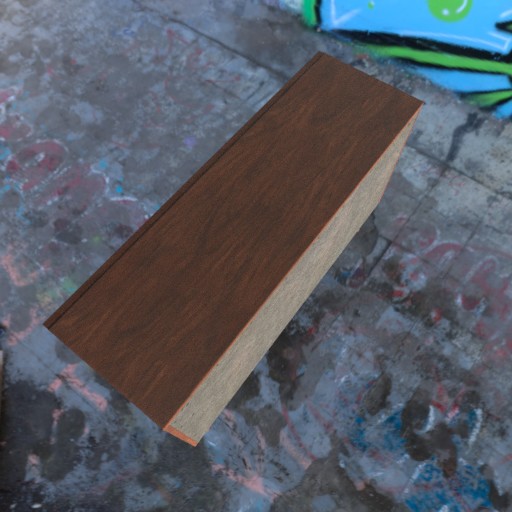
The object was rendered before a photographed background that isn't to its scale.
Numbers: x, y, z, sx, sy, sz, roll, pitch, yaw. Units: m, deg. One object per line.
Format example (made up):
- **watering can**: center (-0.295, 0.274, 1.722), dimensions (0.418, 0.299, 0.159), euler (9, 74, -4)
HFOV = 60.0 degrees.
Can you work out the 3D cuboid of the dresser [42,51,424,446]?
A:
- **dresser**: center (0.000, 0.000, 1.897), dimensions (0.500, 0.889, 1.472), euler (34, 68, 16)
